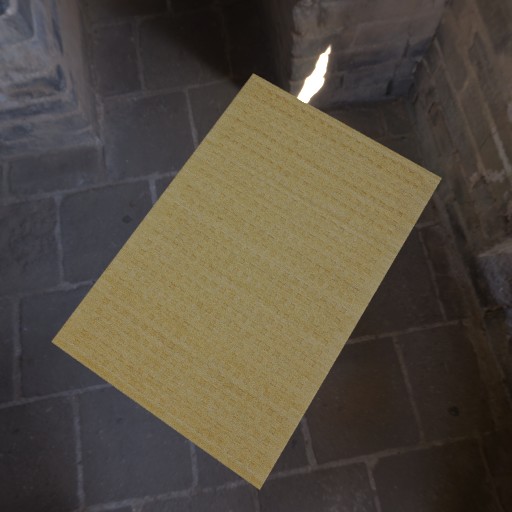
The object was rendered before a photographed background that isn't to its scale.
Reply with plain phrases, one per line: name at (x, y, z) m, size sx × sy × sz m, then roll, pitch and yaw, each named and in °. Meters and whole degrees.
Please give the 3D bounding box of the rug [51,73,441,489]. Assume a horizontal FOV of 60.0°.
rug at (0.000, 0.000, 2.872) m, size 1.524 × 0.006 × 2.286 m, roll 32°, pitch 77°, yaw 8°
